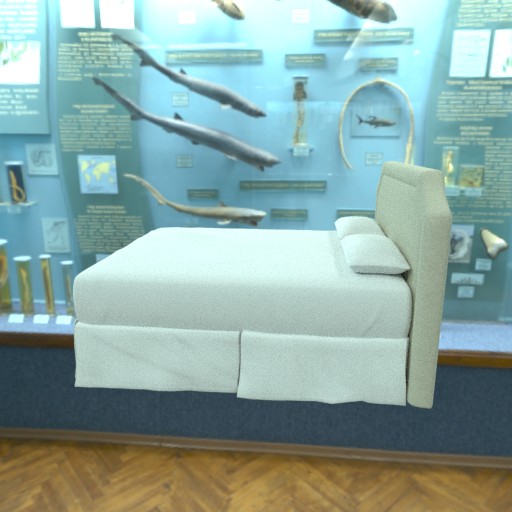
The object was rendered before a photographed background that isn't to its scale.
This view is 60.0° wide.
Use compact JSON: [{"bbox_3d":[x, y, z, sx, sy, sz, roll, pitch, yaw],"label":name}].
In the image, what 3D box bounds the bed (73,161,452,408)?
[{"bbox_3d":[0.000,0.000,3.160,2.116,1.290,1.693,2,14,6],"label":"bed"}]
